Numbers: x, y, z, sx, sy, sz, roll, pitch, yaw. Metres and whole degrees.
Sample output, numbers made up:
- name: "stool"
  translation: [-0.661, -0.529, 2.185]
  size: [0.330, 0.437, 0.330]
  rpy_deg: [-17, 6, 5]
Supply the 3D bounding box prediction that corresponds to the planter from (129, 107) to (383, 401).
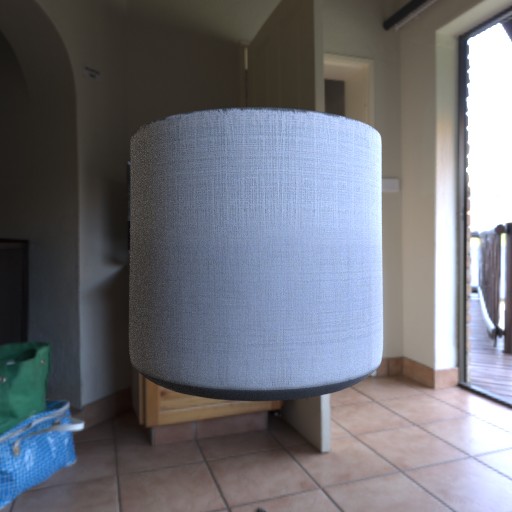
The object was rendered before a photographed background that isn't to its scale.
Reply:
- name: "planter"
  translation: [0.000, 0.000, 0.400]
  size: [0.221, 0.201, 0.221]
  rpy_deg: [0, 1, 0]
